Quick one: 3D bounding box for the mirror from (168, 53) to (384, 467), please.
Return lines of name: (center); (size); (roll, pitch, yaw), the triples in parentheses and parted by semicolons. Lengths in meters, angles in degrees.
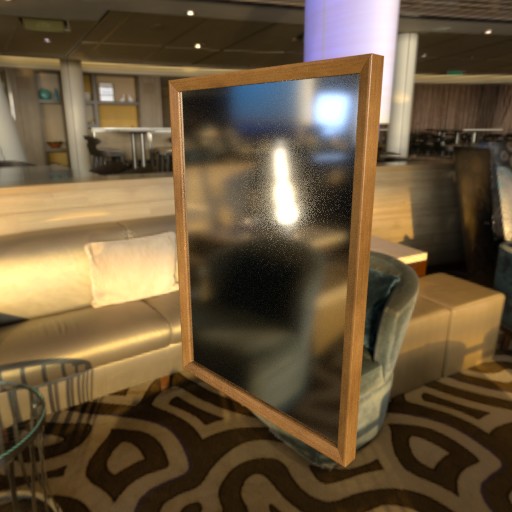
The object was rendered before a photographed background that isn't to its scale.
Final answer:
mirror: (0.000, 0.000, 0.914); (0.508, 0.711, 0.039); (15, 22, 43)
